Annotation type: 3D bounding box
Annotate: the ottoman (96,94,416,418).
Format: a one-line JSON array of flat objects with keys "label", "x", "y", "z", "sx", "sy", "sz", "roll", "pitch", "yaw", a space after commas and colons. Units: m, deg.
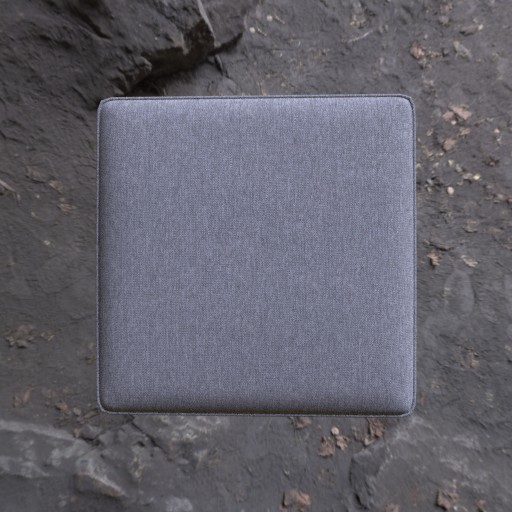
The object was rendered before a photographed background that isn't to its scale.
[{"label": "ottoman", "x": 0.000, "y": 0.000, "z": 1.556, "sx": 1.005, "sy": 0.455, "sz": 1.005, "roll": 0, "pitch": 90, "yaw": 2}]
